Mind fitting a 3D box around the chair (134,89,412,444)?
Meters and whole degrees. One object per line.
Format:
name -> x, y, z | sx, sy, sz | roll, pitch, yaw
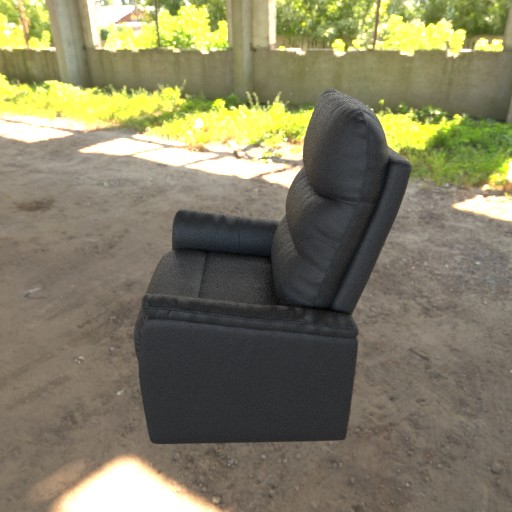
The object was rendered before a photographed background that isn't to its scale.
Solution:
chair -> 0.000, 0.000, 1.590 | 0.831, 1.082, 0.775 | -1, 26, -1
